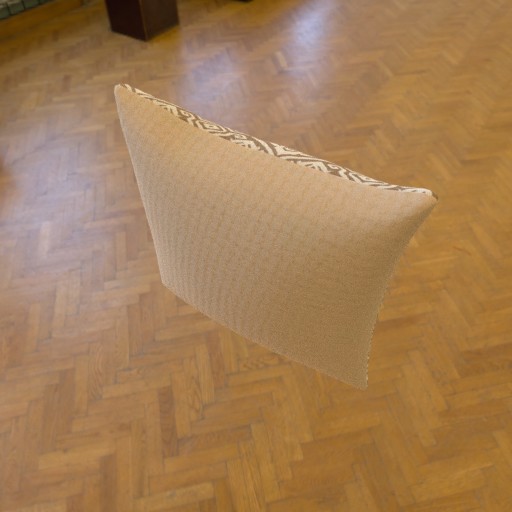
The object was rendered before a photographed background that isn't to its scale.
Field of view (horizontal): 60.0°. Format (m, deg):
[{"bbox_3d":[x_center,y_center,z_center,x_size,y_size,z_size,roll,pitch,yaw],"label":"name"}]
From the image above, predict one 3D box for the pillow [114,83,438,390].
[{"bbox_3d":[0.000,0.000,0.638,0.419,0.407,0.173,25,53,20],"label":"pillow"}]
